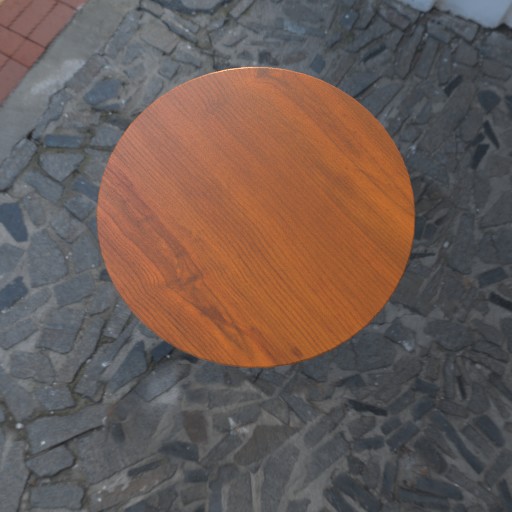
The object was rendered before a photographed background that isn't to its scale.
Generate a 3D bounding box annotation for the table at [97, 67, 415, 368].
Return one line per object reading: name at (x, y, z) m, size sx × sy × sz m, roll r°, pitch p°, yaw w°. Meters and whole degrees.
table at (0.000, 0.000, 0.932) m, size 0.457 × 0.610 × 0.457 m, roll 0°, pitch 76°, yaw 0°
